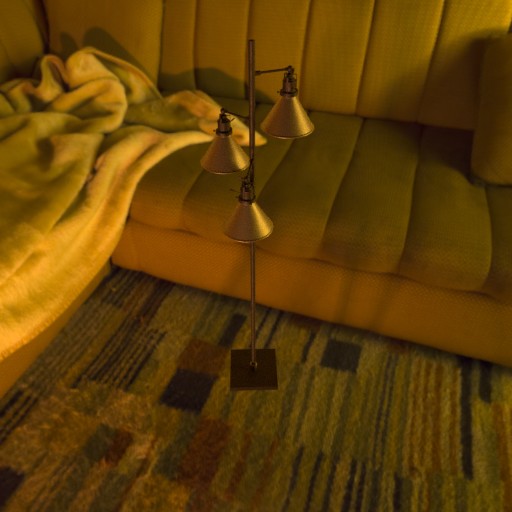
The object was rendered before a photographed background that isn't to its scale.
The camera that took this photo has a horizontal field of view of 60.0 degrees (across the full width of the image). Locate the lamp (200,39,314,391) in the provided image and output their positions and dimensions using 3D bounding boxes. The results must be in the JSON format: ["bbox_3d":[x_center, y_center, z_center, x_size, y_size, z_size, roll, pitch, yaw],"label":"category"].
[{"bbox_3d":[0.000,0.000,1.910,0.428,1.716,0.415,-1,40,-2],"label":"lamp"}]
